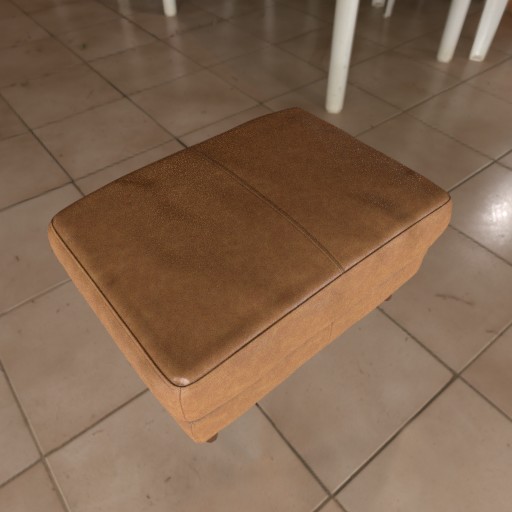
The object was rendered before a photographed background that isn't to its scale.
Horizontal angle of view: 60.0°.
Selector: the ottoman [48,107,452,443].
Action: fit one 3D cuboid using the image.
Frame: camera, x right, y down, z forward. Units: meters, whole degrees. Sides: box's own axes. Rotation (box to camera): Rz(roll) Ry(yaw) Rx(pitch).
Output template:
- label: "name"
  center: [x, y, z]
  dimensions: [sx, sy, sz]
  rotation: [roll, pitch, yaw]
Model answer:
- label: "ottoman"
  center: [0.000, 0.000, 1.212]
  dimensions: [0.869, 0.461, 0.630]
  rotation: [-32, 55, -25]
